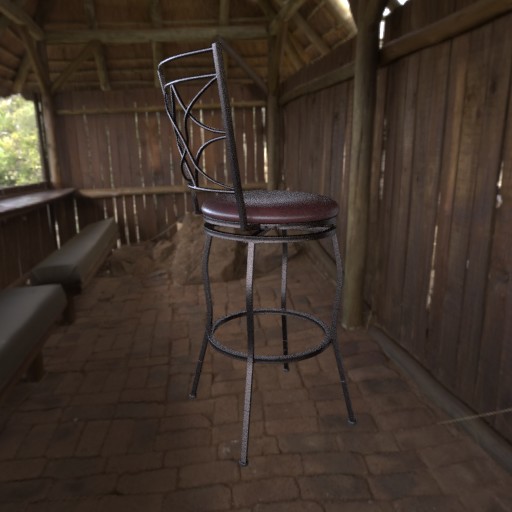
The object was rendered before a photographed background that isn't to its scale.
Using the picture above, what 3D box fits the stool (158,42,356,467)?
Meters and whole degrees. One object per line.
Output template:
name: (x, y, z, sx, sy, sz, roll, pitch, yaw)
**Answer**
stool: (0.000, 0.000, 1.392, 0.534, 1.117, 0.434, -8, 16, -28)
